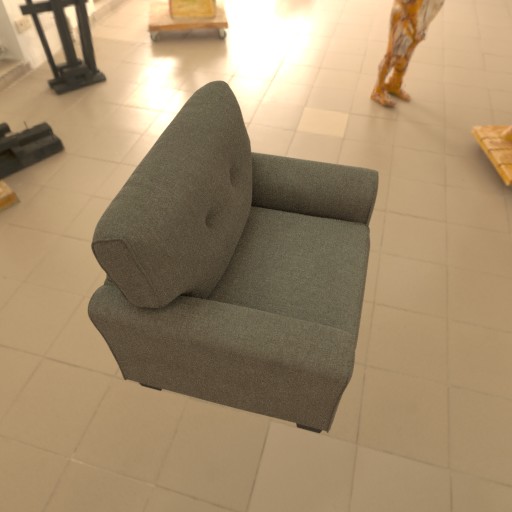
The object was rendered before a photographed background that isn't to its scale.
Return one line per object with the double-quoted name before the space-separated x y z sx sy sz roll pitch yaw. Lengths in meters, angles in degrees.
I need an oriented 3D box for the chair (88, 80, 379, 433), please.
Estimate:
"chair" 0.000 0.000 1.628 0.816 0.890 0.941 11 49 10
